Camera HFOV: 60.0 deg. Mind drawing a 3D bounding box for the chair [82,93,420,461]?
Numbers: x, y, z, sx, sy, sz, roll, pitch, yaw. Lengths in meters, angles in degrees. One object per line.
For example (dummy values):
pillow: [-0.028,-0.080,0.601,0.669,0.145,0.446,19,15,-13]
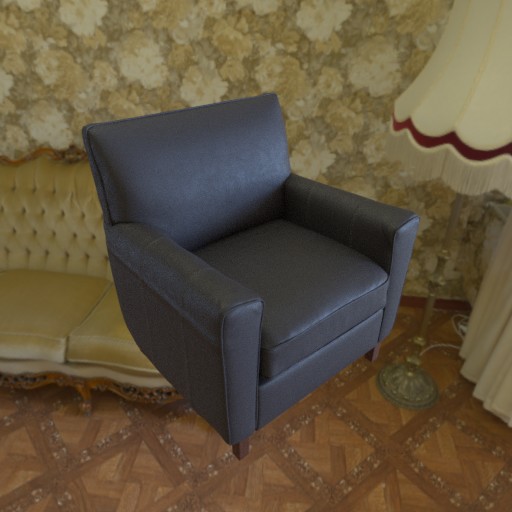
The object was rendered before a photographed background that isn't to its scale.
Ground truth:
chair: [0.000,0.000,1.626,0.870,0.943,0.825,-24,38,-33]
